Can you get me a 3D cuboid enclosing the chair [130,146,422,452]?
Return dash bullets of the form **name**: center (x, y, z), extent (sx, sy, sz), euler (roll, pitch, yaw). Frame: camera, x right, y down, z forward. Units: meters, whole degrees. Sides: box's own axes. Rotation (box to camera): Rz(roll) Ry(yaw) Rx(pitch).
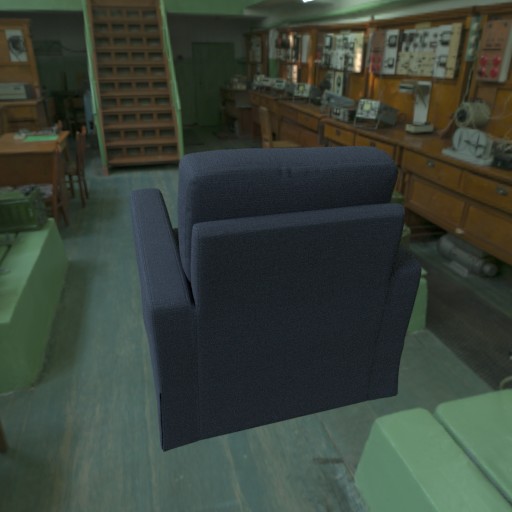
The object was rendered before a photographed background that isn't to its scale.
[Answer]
- **chair**: center (0.000, 0.000, 1.537), extent (0.798, 0.855, 0.863), euler (-7, 26, -16)
